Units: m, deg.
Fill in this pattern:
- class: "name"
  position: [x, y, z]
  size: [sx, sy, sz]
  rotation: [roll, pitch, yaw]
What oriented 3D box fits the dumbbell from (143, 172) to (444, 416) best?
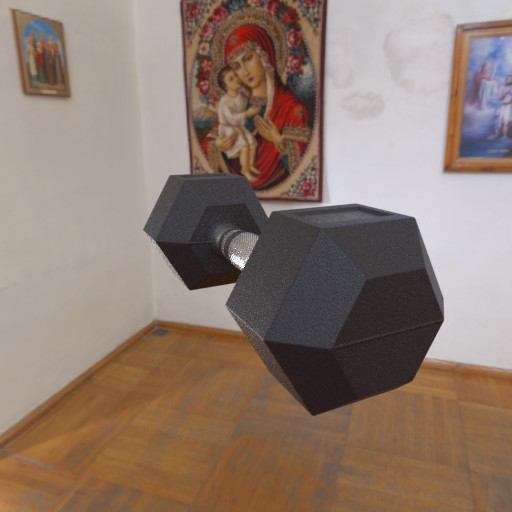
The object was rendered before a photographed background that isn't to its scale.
- class: "dumbbell"
  position: [0.000, 0.000, 0.411]
  size: [0.141, 0.123, 0.356]
  rotation: [-8, 18, -25]
